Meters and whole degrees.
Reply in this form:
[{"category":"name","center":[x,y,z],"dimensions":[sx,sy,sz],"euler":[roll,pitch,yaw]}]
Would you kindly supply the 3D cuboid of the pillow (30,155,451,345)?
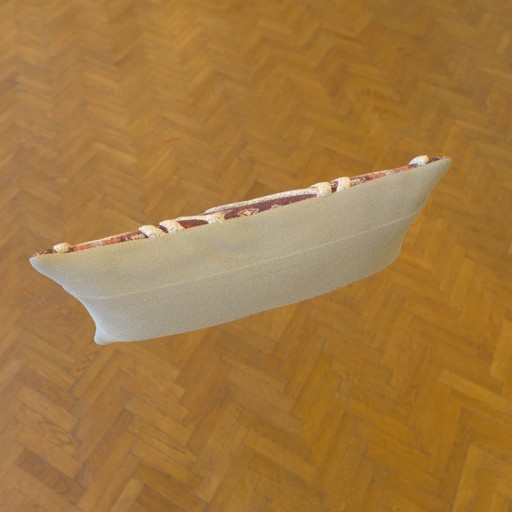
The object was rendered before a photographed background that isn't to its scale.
[{"category":"pillow","center":[0.000,0.000,0.731],"dimensions":[0.608,0.295,0.161],"euler":[-15,59,-9]}]
